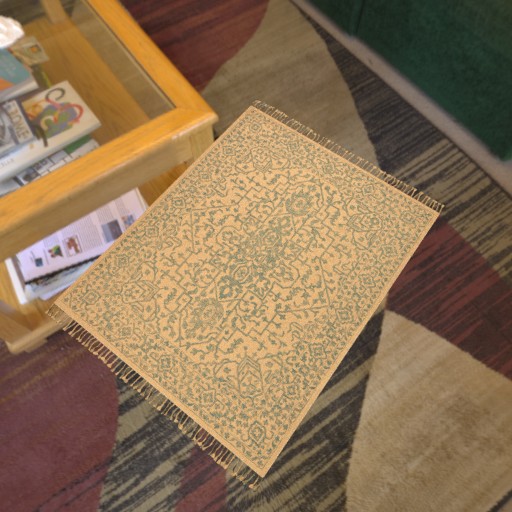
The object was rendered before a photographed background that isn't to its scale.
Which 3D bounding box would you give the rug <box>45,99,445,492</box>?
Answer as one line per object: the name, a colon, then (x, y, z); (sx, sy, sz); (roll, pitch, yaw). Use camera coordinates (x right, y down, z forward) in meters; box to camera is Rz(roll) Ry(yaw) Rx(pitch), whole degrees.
rug: (0.000, 0.000, 4.354); (2.464, 0.010, 3.327); (34, 69, 15)
